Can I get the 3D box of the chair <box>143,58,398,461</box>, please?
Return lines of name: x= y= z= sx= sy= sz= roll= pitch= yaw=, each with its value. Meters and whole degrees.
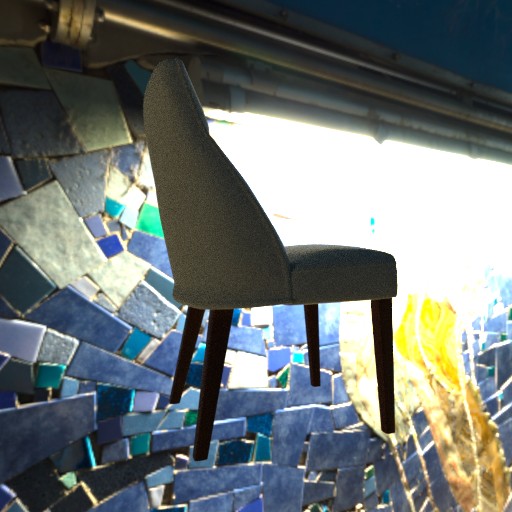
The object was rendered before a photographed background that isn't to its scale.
chair: x=0.000 y=0.000 z=1.269 sx=0.620 sy=0.930 sz=0.500 roll=0 pitch=1 yaw=-19
